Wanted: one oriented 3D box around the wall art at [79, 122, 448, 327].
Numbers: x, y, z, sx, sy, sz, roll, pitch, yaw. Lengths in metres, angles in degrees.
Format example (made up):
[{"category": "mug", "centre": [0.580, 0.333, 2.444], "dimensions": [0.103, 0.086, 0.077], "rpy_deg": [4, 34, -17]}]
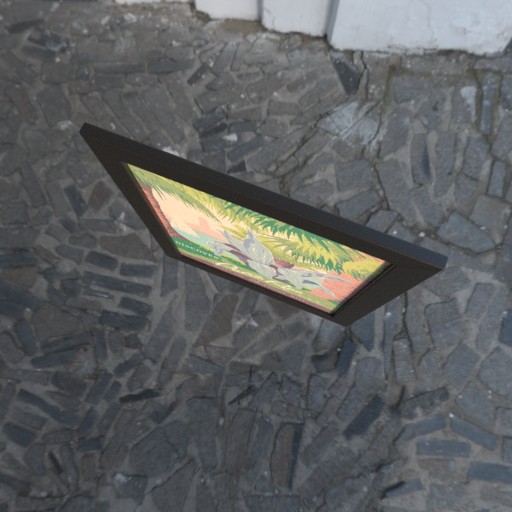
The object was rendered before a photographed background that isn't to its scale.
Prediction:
[{"category": "wall art", "centre": [0.000, 0.000, 0.822], "dimensions": [0.481, 0.582, 0.018], "rpy_deg": [21, 75, 6]}]
